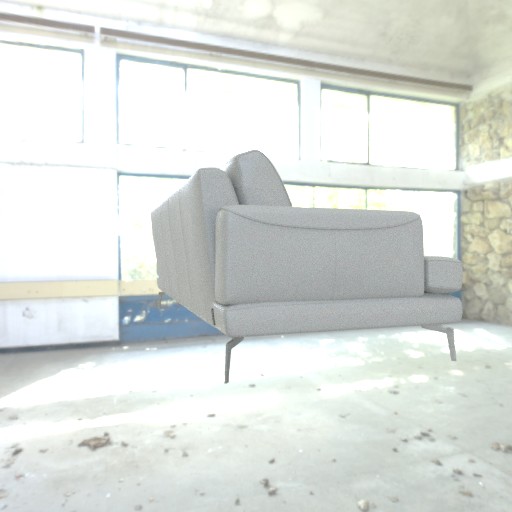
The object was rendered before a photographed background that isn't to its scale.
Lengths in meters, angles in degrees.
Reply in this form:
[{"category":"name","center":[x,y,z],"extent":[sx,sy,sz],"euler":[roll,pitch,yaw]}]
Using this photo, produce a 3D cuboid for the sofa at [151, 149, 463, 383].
[{"category":"sofa","center":[0.000,0.000,2.377],"extent":[0.974,0.765,1.940],"euler":[0,1,-19]}]
